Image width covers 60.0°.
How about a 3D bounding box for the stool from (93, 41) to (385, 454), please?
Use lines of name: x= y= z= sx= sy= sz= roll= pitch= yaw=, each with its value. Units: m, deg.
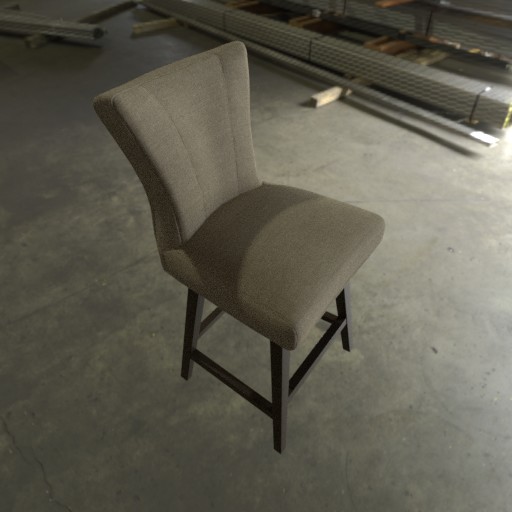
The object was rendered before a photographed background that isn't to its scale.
stool: x=0.000 y=0.000 z=1.300 sx=0.574 sy=1.000 sz=0.514 roll=25 pitch=47 yaw=26
